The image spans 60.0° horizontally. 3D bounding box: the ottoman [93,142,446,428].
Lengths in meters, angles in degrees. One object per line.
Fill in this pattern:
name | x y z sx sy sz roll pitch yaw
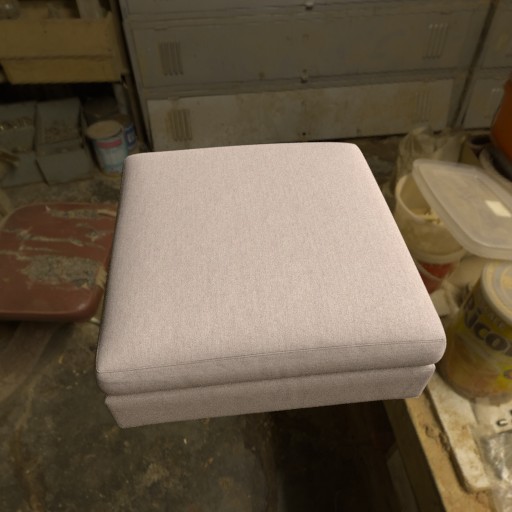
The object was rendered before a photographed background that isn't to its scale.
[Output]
ottoman | 0.000 0.000 1.661 1.041 0.470 1.041 -5 48 -4
